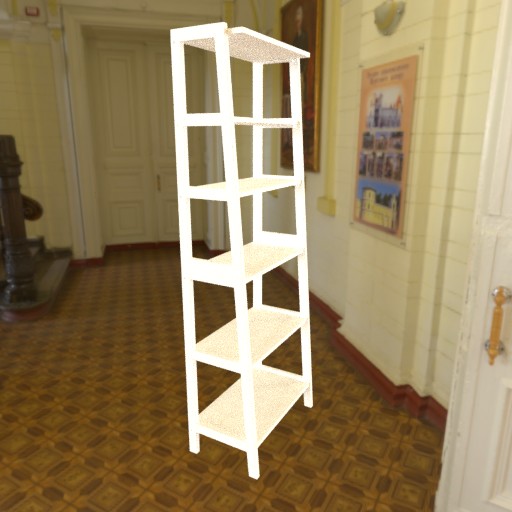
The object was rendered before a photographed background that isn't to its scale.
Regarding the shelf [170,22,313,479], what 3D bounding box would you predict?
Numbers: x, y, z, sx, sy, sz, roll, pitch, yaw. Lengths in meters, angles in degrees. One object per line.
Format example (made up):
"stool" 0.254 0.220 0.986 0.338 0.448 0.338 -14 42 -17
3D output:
"shelf" 0.000 0.000 2.122 0.381 1.892 0.660 9 17 28
